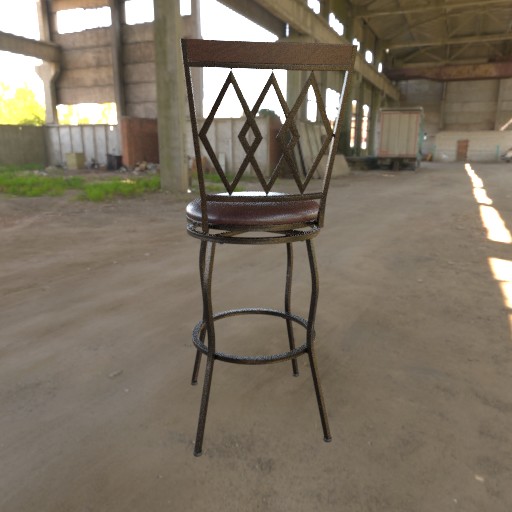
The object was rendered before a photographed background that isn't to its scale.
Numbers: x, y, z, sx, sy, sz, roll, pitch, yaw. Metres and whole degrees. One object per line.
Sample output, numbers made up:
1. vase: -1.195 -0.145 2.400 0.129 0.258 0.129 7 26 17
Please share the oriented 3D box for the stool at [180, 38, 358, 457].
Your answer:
1. stool: 0.000 0.000 1.374 0.432 1.134 0.521 -2 15 -9
